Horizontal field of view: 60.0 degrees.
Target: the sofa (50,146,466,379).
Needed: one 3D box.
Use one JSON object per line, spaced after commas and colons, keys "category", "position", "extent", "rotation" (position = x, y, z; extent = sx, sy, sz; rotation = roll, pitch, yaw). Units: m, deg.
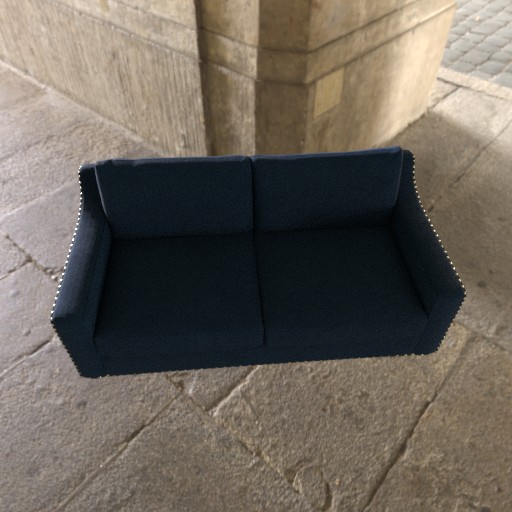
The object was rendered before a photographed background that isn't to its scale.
{"category": "sofa", "position": [0.000, 0.000, 2.667], "extent": [2.107, 0.983, 1.104], "rotation": [-3, 47, -3]}
